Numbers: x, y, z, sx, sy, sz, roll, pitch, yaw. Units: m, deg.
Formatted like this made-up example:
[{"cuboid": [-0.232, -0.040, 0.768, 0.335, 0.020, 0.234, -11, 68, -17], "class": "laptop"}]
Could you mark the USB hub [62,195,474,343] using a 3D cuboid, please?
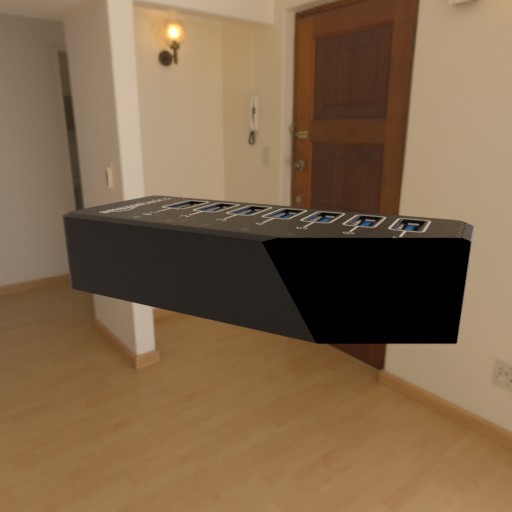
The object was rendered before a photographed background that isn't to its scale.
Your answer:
[{"cuboid": [0.000, 0.000, 0.127, 0.110, 0.023, 0.044, 8, 18, 26], "class": "USB hub"}]
